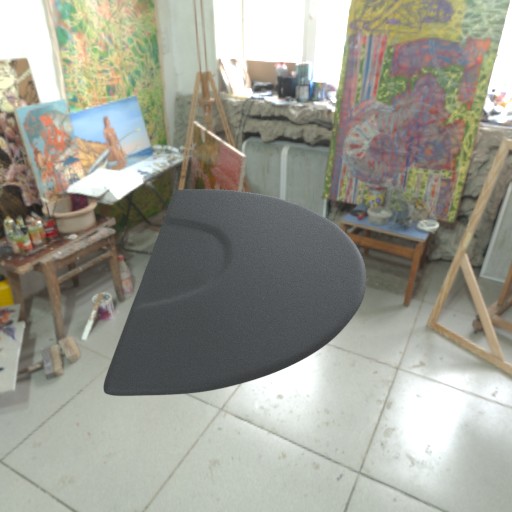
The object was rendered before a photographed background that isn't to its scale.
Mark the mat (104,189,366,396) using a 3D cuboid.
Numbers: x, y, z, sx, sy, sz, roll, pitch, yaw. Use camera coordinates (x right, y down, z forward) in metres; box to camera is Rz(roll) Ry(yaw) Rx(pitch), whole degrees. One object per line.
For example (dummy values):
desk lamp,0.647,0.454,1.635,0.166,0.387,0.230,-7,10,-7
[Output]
mat,0.000,0.000,1.914,0.917,0.016,1.525,0,31,-1
